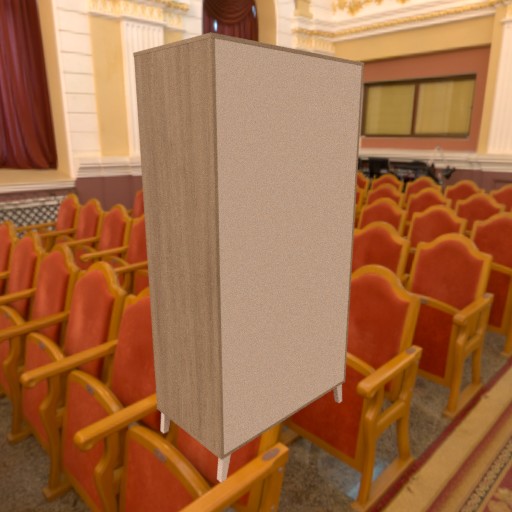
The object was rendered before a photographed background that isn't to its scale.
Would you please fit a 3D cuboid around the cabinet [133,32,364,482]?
[{"bbox_3d":[0.000,0.000,2.422,1.006,1.999,0.571,-14,21,-42],"label":"cabinet"}]
